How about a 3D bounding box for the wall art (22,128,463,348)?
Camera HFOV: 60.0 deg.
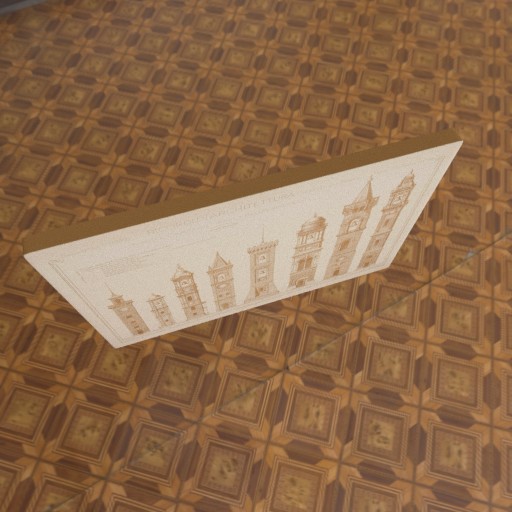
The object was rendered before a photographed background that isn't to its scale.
[{"bbox_3d":[0.000,0.000,0.481,0.380,0.254,0.019,-16,63,-8],"label":"wall art"}]
